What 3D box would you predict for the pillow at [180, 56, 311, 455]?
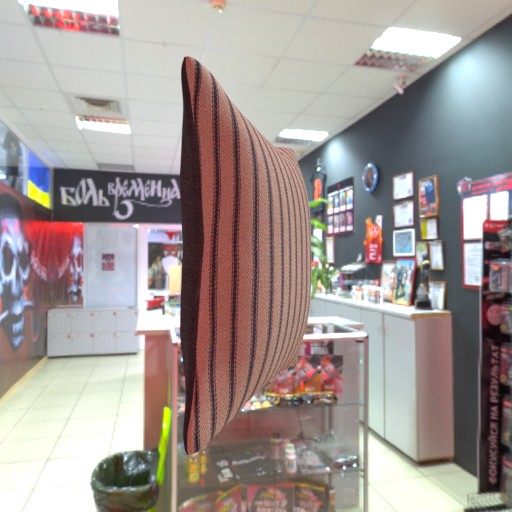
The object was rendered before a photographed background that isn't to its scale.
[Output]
[{"bbox_3d":[0.000,0.000,0.699,0.138,0.444,0.468,0,-1,19],"label":"pillow"}]
